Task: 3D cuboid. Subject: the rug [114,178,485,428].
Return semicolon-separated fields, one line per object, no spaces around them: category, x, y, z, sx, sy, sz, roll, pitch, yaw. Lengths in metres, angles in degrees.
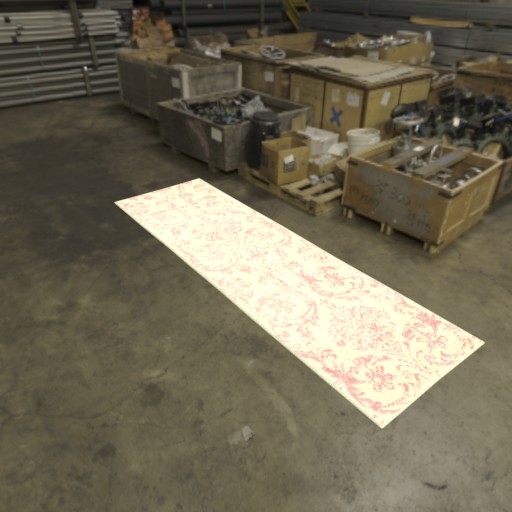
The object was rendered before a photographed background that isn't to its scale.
rug;0.000;0.000;2.371;0.662;0.011;2.196;-23;39;-31
